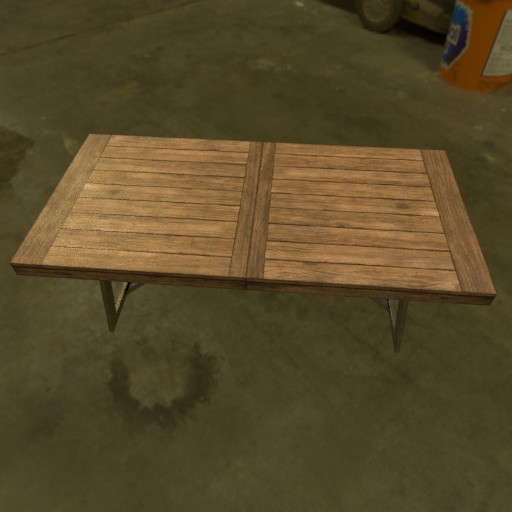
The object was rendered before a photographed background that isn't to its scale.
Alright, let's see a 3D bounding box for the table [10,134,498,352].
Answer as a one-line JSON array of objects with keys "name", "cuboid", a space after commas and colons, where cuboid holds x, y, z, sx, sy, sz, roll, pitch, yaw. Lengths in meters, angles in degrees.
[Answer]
[{"name": "table", "cuboid": [0.000, 0.000, 2.282, 1.867, 0.757, 0.931, 3, 47, 3]}]
